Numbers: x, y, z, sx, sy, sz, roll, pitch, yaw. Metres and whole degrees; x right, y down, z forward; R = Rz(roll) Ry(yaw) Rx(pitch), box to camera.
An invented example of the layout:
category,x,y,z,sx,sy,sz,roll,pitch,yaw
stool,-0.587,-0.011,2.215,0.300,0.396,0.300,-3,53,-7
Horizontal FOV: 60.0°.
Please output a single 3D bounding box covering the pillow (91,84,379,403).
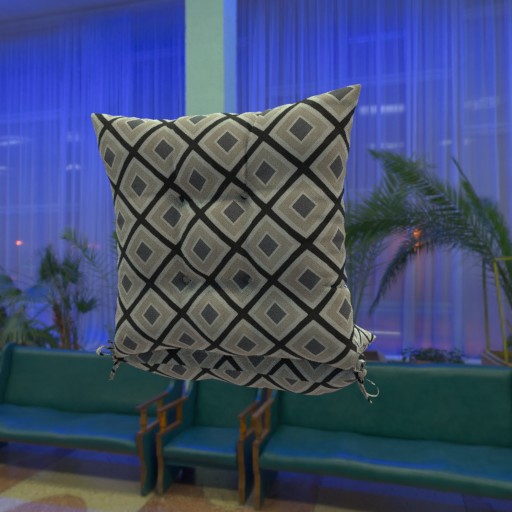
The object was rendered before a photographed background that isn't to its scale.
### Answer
category,x,y,z,sx,sy,sz,roll,pitch,yaw
pillow,0.000,0.000,0.998,0.541,0.536,0.585,0,-1,17
